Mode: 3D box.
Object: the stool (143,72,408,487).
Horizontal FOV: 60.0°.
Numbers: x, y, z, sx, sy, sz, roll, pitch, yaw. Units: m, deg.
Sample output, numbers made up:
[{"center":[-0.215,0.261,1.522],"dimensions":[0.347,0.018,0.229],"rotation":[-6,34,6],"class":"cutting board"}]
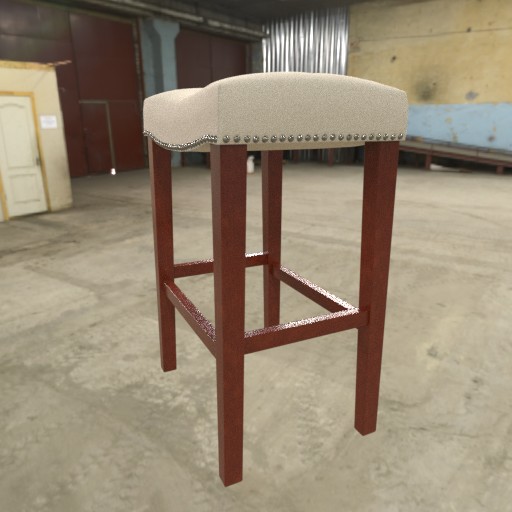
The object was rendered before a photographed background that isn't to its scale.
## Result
[{"center":[0.000,0.000,1.014],"dimensions":[0.372,0.742,0.504],"rotation":[-8,19,-25],"class":"stool"}]
